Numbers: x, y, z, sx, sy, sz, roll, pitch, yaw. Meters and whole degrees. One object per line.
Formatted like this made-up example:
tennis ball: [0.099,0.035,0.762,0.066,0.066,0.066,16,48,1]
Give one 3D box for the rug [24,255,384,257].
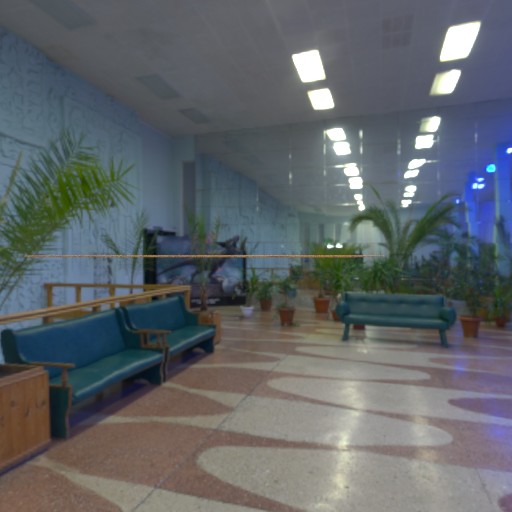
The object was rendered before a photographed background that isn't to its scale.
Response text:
rug: [0.000,0.000,2.920,1.524,0.006,2.285,0,0,19]
